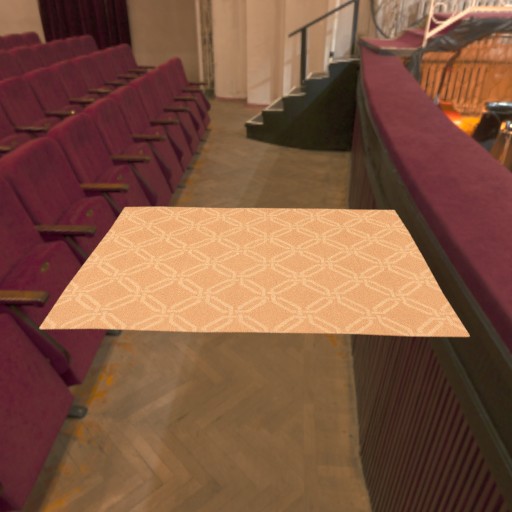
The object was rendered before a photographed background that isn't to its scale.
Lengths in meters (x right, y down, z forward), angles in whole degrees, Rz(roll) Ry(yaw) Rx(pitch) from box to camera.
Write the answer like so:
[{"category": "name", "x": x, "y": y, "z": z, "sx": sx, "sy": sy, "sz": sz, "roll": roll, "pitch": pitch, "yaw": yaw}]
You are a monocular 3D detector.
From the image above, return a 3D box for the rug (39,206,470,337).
[{"category": "rug", "x": 0.000, "y": 0.000, "z": 2.828, "sx": 2.135, "sy": 0.013, "sz": 1.524, "roll": 1, "pitch": 30, "yaw": 1}]
